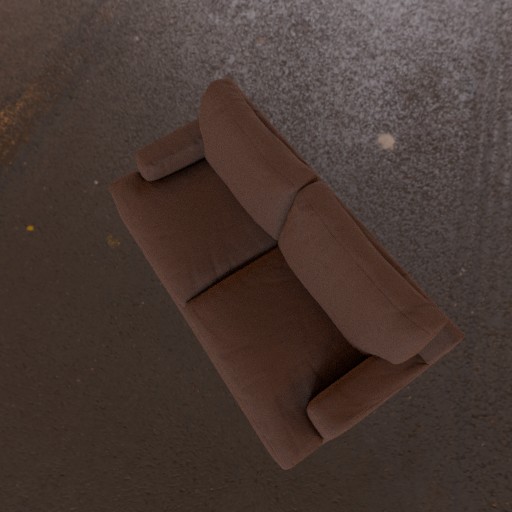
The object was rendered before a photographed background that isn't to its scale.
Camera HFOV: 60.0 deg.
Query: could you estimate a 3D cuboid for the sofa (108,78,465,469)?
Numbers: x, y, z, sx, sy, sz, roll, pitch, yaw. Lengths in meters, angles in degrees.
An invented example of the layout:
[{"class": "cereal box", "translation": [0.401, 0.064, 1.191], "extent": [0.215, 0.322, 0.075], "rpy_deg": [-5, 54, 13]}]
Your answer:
[{"class": "sofa", "translation": [0.000, 0.000, 2.828], "extent": [1.140, 0.950, 2.274], "rpy_deg": [-31, 67, -15]}]
